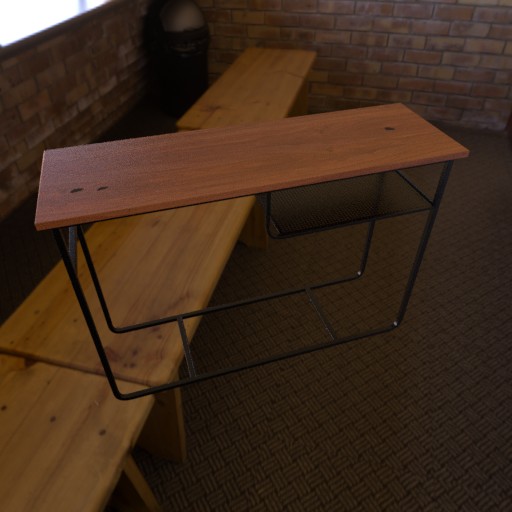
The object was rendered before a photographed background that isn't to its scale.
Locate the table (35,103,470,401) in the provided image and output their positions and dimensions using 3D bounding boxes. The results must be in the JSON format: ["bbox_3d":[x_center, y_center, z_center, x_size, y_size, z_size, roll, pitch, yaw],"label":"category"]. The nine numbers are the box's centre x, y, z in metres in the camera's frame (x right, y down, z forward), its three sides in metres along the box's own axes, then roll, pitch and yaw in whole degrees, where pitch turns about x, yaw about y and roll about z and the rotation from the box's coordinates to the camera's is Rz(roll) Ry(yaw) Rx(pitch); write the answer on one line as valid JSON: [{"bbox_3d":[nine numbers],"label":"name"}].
[{"bbox_3d":[0.000,0.000,1.441,1.100,0.750,0.350,-12,42,-13],"label":"table"}]
